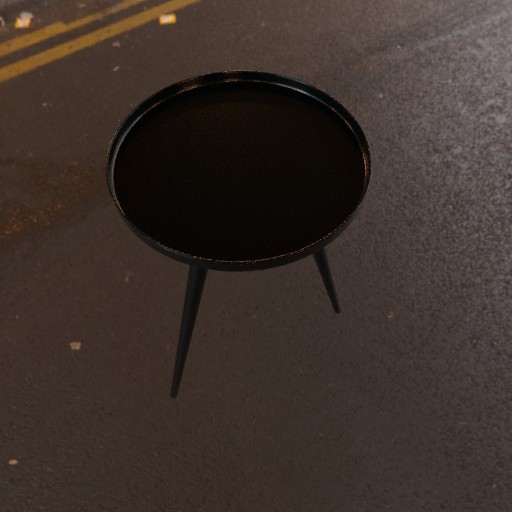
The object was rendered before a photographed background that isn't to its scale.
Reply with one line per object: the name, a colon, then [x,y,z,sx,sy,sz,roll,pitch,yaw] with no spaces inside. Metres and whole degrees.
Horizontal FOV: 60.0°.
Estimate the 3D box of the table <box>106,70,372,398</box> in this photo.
table: [0.000,0.000,0.851,0.415,0.548,0.403,1,57,1]
